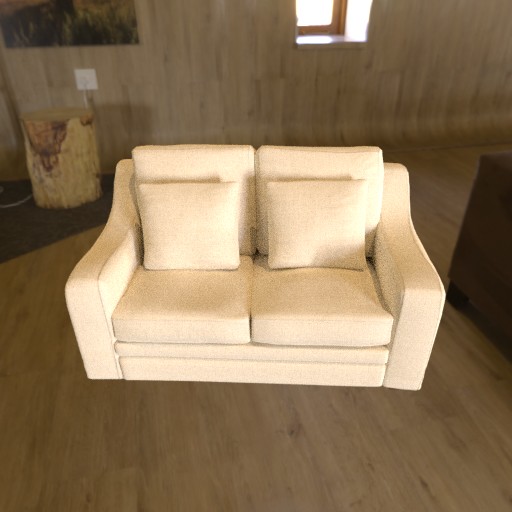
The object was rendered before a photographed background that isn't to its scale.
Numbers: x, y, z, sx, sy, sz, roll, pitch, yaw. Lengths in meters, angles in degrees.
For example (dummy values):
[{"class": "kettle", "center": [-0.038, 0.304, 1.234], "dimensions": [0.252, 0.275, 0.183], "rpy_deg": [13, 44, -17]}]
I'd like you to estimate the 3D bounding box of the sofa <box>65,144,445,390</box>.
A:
[{"class": "sofa", "center": [0.000, 0.000, 2.400], "dimensions": [1.744, 1.047, 1.040], "rpy_deg": [1, 31, 2]}]
